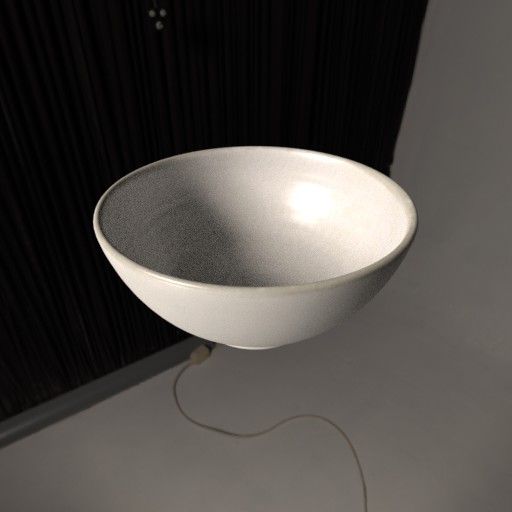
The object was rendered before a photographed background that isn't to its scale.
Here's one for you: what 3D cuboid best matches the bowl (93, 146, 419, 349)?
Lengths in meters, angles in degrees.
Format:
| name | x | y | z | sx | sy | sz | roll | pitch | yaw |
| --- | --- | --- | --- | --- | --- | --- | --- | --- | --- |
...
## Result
| name | x | y | z | sx | sy | sz | roll | pitch | yaw |
| --- | --- | --- | --- | --- | --- | --- | --- | --- | --- |
| bowl | 0.000 | 0.000 | 0.413 | 0.268 | 0.121 | 0.268 | 0 | 33 | 0 |
